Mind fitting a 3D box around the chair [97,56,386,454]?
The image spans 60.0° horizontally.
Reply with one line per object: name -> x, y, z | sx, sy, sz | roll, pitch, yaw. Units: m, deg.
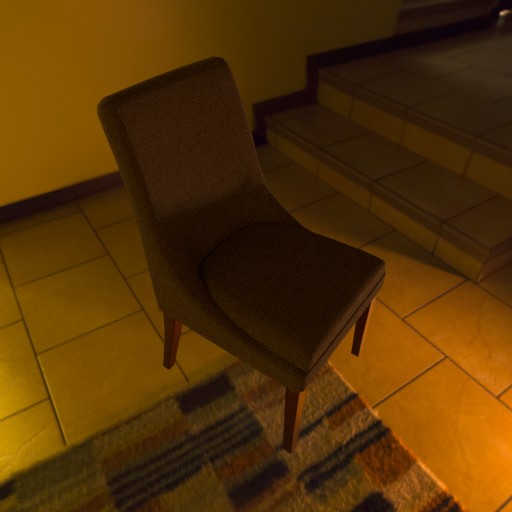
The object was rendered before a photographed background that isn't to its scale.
chair -> 0.000, 0.000, 1.339 | 0.655, 0.952, 0.508 | 26, 47, 27
